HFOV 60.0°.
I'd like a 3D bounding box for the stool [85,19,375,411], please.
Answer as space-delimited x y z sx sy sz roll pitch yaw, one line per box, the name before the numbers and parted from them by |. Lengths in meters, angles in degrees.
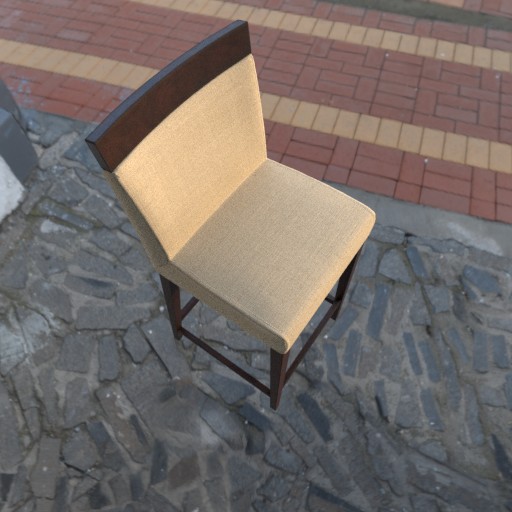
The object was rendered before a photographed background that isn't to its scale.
stool | 0.000 0.000 1.380 0.531 1.117 0.511 31 63 18
